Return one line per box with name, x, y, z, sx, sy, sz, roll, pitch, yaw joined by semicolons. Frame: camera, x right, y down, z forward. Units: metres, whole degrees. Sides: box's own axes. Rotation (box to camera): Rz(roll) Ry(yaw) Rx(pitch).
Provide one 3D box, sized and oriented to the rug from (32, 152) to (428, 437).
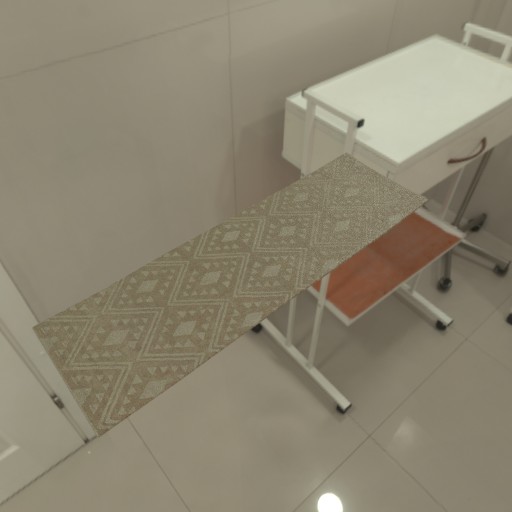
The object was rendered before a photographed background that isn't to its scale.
rug;0.000;0.000;2.670;2.452;0.051;0.752;-32;54;-26
